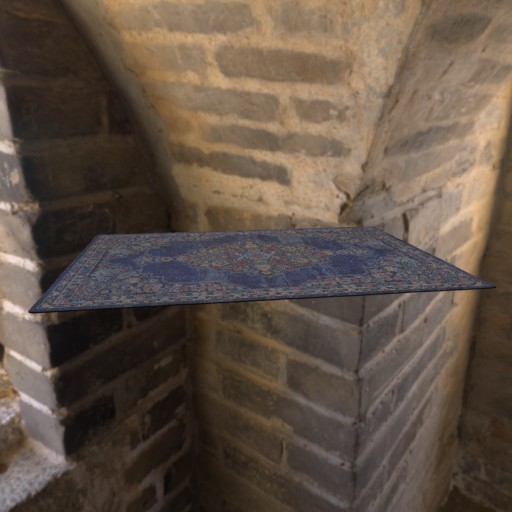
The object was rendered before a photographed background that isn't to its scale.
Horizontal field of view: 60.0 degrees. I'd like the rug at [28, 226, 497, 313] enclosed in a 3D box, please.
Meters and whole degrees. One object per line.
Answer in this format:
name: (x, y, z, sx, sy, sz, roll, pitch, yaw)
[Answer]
rug: (0.000, 0.000, 3.692, 2.940, 0.011, 2.053, -2, 15, -8)
